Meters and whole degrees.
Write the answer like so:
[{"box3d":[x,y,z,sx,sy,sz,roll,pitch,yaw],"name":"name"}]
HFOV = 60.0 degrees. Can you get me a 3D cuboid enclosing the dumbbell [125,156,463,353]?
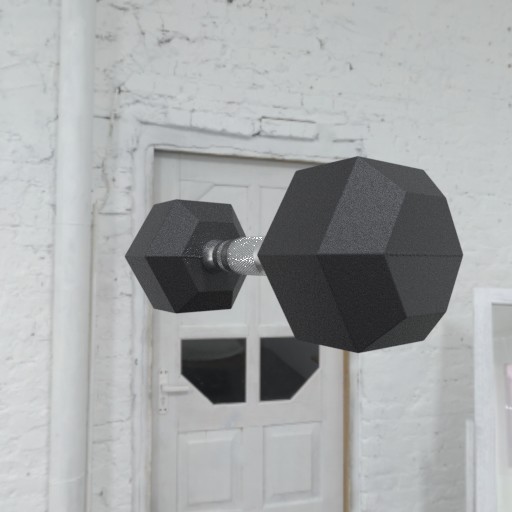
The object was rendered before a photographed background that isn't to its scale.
[{"box3d":[0.000,0.000,0.418,0.141,0.123,0.356,0,0,-37],"name":"dumbbell"}]
